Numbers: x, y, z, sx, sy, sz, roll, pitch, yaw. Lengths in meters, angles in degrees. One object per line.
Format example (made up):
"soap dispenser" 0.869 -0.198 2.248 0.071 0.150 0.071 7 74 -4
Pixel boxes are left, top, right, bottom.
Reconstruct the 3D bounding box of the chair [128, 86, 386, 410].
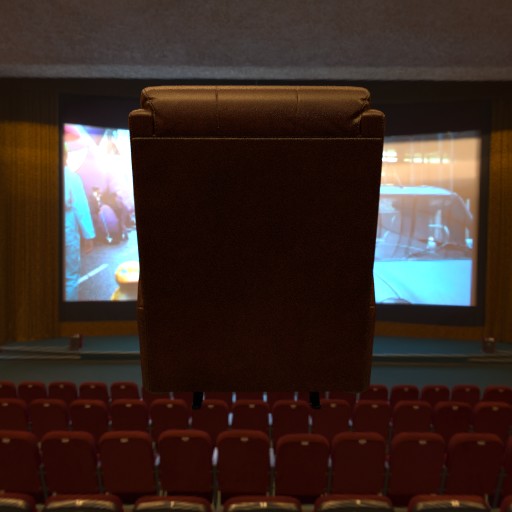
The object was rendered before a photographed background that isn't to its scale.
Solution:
"chair" 0.000 0.000 1.693 0.787 1.016 0.939 0 1 0
